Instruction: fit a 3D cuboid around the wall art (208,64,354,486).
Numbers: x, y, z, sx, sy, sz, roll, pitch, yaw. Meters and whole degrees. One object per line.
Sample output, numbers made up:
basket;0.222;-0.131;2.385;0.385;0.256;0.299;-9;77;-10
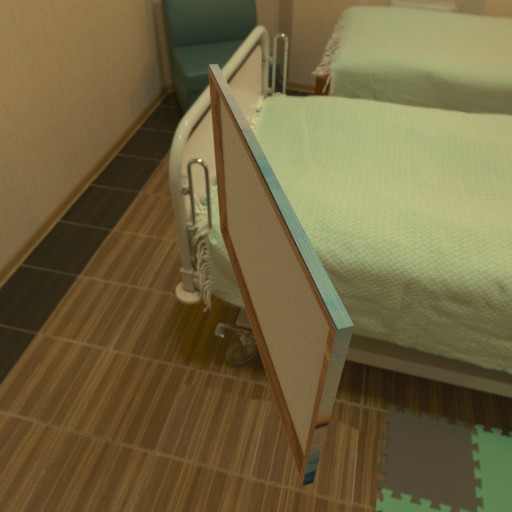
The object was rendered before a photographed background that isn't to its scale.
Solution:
wall art;0.000;0.000;0.740;0.018;0.402;0.604;-11;46;-11
